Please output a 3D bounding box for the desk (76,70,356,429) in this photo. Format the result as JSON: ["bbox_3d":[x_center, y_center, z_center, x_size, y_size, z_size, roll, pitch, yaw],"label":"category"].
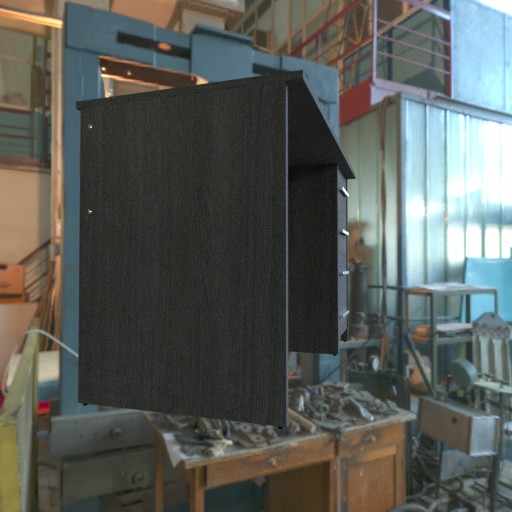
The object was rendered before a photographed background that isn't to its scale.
[{"bbox_3d":[0.000,0.000,1.498,0.560,0.730,1.096,0,-1,18],"label":"desk"}]
